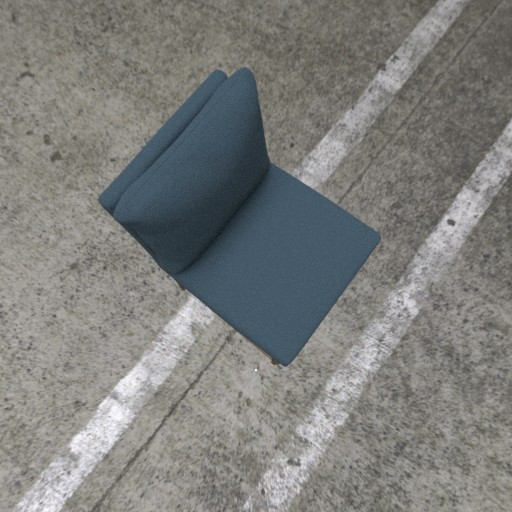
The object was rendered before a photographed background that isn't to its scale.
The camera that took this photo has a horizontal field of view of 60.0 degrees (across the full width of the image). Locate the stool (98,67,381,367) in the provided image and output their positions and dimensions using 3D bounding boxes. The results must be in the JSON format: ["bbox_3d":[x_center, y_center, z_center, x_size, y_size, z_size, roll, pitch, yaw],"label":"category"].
[{"bbox_3d":[0.000,0.000,1.440,0.568,1.124,0.463,37,78,9],"label":"stool"}]
